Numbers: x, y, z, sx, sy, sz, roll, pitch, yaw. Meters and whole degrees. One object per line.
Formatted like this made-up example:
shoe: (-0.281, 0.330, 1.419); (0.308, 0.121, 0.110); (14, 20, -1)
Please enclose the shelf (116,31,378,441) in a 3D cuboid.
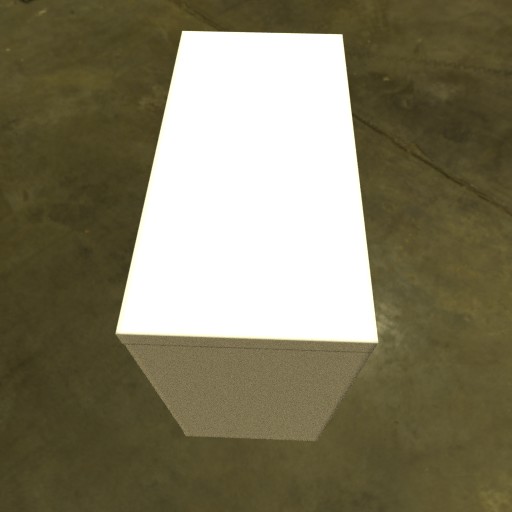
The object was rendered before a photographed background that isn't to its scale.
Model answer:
shelf: (0.000, 0.000, 1.201); (0.390, 0.786, 0.790); (2, 58, 1)
